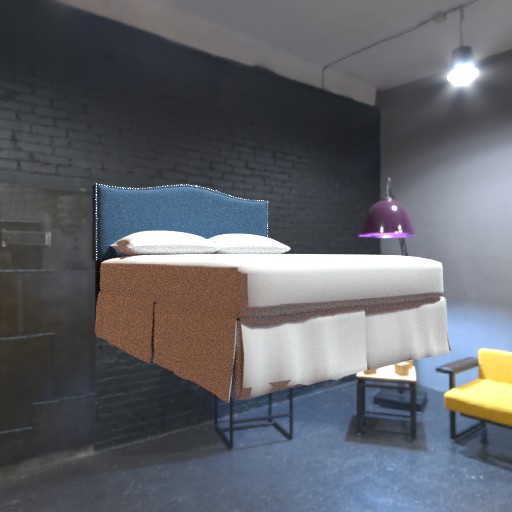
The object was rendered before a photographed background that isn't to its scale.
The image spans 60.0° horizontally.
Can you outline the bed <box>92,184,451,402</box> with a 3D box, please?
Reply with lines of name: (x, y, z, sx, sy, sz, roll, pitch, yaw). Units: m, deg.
bed: (0.000, 0.000, 2.929, 1.610, 1.169, 1.872, 0, 0, -37)
